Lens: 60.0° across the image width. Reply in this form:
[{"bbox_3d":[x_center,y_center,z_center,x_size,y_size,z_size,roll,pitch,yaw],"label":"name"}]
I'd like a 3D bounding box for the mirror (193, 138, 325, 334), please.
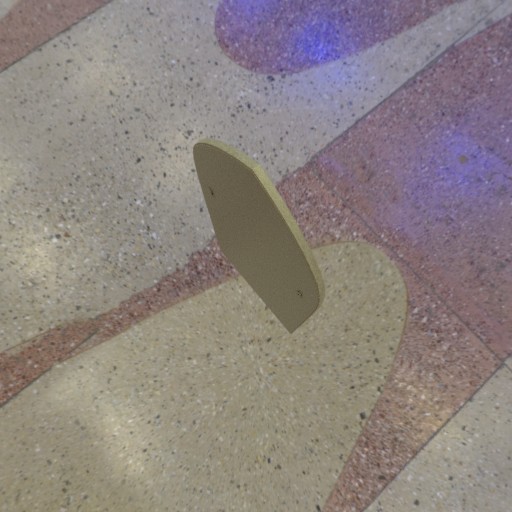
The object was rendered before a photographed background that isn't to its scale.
[{"bbox_3d":[0.000,0.000,1.280,0.025,1.175,0.464,-39,79,-9],"label":"mirror"}]
